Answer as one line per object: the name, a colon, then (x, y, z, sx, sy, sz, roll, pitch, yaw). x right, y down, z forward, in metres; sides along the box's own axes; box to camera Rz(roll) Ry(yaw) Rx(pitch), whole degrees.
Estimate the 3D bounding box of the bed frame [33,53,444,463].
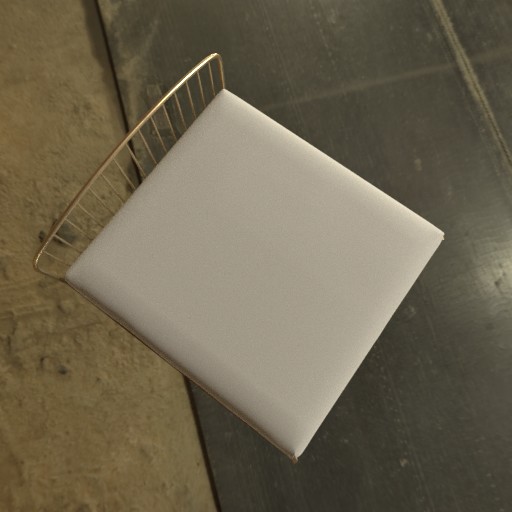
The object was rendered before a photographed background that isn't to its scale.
bed frame: (0.000, 0.000, 3.278, 2.152, 1.174, 2.016, 35, 79, 8)
